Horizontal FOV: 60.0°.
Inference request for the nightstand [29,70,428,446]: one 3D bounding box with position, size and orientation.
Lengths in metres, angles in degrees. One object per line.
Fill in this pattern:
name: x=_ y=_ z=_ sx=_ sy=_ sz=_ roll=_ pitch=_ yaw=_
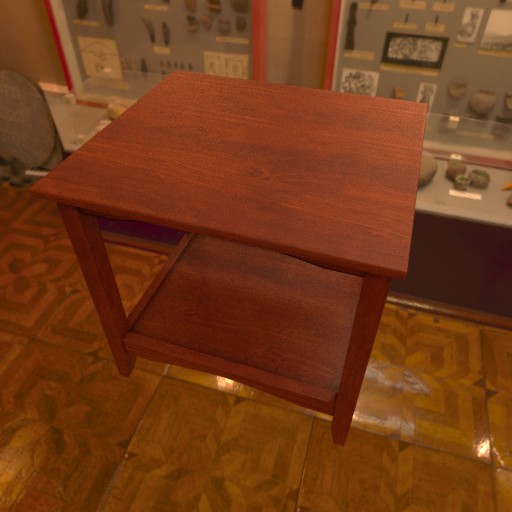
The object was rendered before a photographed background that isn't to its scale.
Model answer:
nightstand: x=0.000 y=0.000 z=0.968 sx=0.558 sy=0.558 sz=0.501 roll=13 pitch=45 yaw=13
